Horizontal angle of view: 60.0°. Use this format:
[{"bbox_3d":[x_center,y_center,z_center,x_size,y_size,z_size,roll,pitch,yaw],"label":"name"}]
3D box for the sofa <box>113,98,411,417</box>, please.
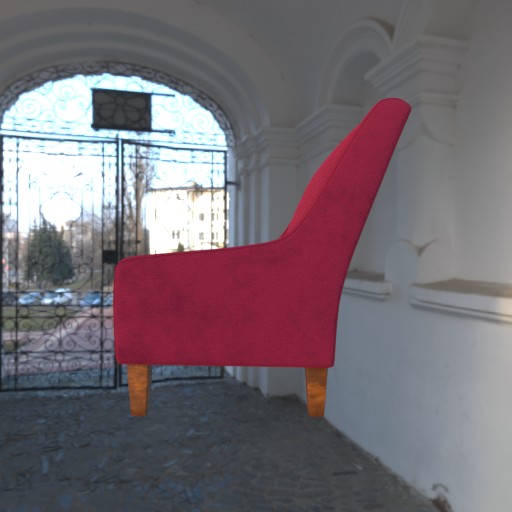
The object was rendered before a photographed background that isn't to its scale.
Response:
[{"bbox_3d":[0.000,0.000,1.937,0.946,0.976,1.242,0,1,1],"label":"sofa"}]
